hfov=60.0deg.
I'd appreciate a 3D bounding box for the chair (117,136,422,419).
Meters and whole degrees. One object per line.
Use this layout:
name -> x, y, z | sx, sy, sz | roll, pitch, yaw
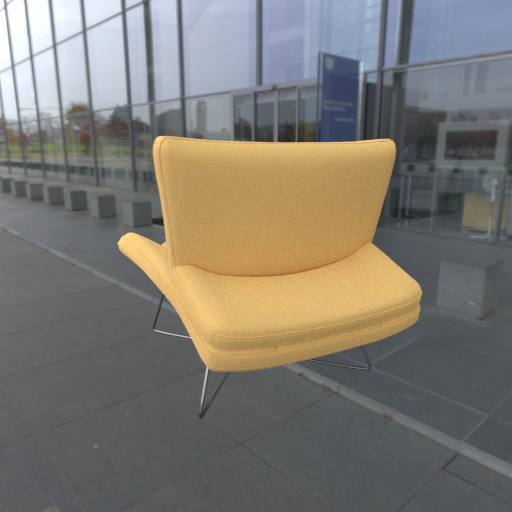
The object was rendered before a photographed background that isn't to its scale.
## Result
chair -> 0.000, 0.000, 1.675 | 0.859, 0.855, 1.008 | -7, 15, -26
